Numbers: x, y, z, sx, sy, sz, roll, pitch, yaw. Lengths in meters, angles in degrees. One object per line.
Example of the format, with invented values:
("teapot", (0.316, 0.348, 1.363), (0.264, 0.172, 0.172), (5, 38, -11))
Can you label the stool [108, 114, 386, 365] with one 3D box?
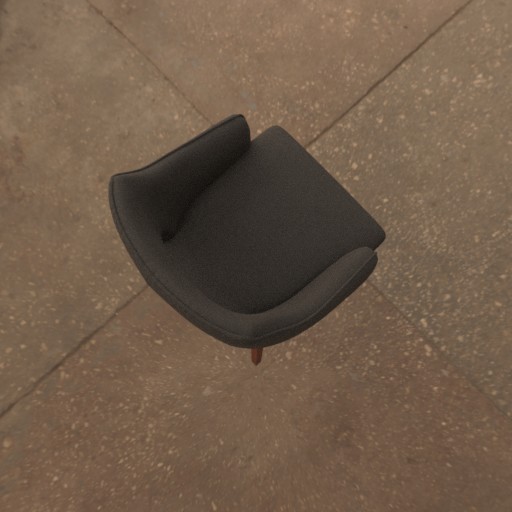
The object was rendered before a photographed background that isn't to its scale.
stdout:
("stool", (0.000, 0.000, 1.351), (0.558, 1.012, 0.548), (-40, 78, -10))
